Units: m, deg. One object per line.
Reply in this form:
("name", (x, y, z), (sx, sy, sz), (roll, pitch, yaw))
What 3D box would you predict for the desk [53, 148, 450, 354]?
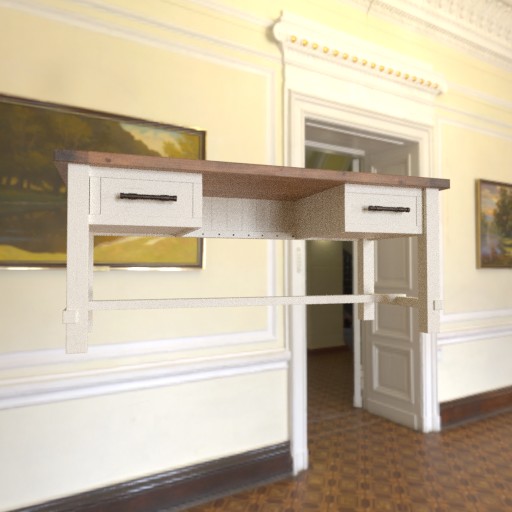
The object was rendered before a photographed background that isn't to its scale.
("desk", (0.000, 0.000, 2.235), (1.803, 0.762, 0.688), (1, -2, -18))
